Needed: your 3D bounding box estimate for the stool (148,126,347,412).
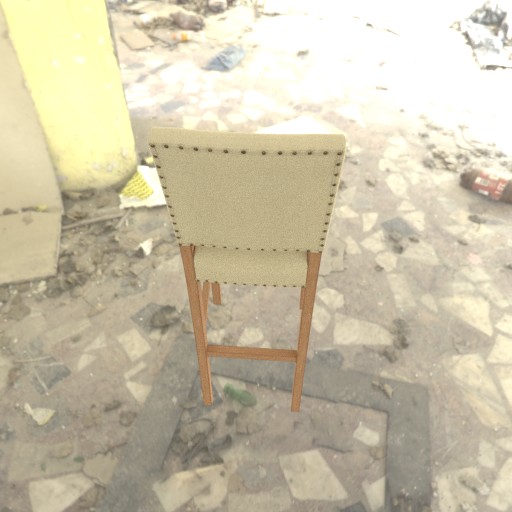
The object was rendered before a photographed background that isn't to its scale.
[{"bbox_3d":[0.000,0.000,1.399,0.428,1.143,0.546,3,46,3],"label":"stool"}]
